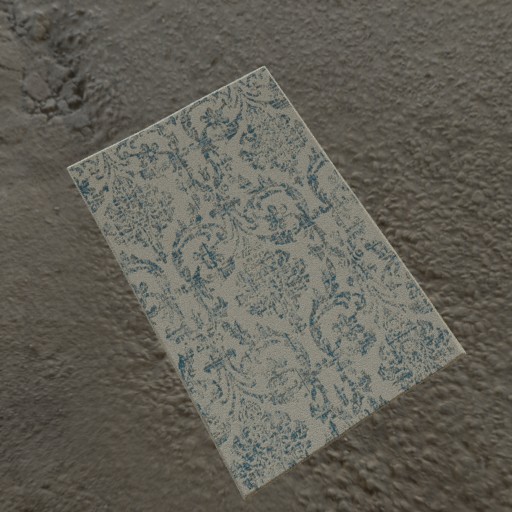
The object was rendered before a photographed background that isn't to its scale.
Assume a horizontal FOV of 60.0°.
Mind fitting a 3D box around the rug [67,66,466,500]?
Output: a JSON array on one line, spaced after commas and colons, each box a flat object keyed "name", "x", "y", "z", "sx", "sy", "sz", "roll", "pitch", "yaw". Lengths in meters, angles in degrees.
[{"name": "rug", "x": 0.000, "y": 0.000, "z": 2.198, "sx": 1.213, "sy": 0.012, "sz": 1.831, "roll": -30, "pitch": 78, "yaw": -7}]
